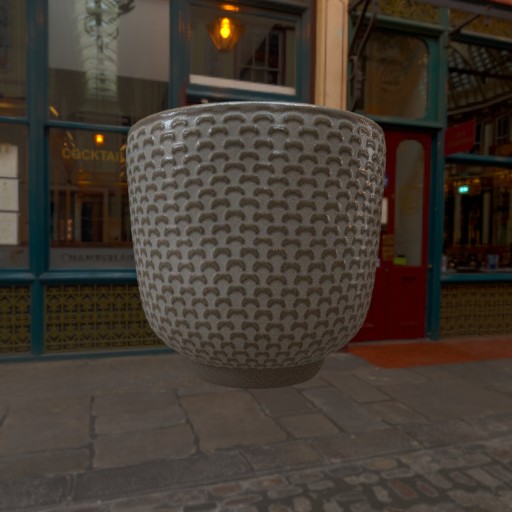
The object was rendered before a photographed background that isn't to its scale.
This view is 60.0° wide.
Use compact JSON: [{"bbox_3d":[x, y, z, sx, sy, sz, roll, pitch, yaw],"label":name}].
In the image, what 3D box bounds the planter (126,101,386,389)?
[{"bbox_3d":[0.000,0.000,0.308,0.173,0.160,0.173,0,1,0],"label":"planter"}]
